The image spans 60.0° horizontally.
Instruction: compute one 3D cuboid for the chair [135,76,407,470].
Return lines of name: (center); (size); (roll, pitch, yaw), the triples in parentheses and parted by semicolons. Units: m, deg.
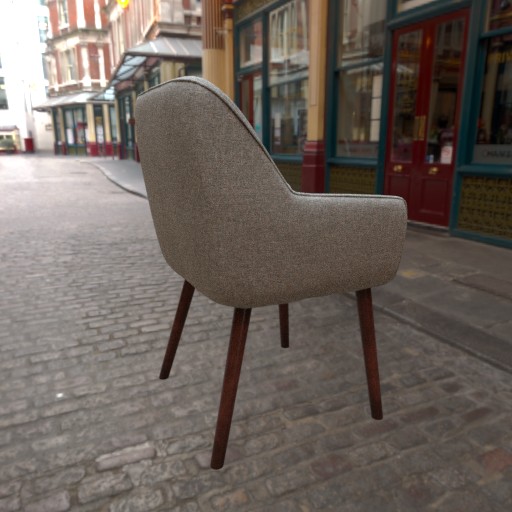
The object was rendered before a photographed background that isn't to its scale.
chair: (0.000, 0.000, 1.149); (0.519, 0.803, 0.543); (-7, 15, -26)
